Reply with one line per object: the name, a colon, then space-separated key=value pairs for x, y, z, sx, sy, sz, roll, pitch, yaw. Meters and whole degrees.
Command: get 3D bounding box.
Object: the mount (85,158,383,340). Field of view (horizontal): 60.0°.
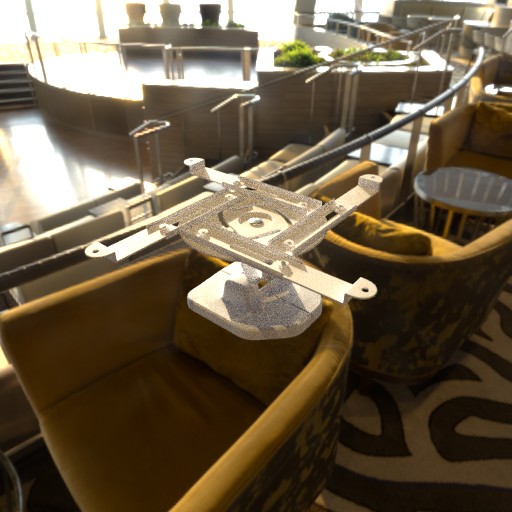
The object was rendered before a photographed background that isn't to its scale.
mount: x=0.000 y=0.000 z=0.597 sx=0.394 sy=0.141 sz=0.394 roll=23 pitch=39 yaw=32
